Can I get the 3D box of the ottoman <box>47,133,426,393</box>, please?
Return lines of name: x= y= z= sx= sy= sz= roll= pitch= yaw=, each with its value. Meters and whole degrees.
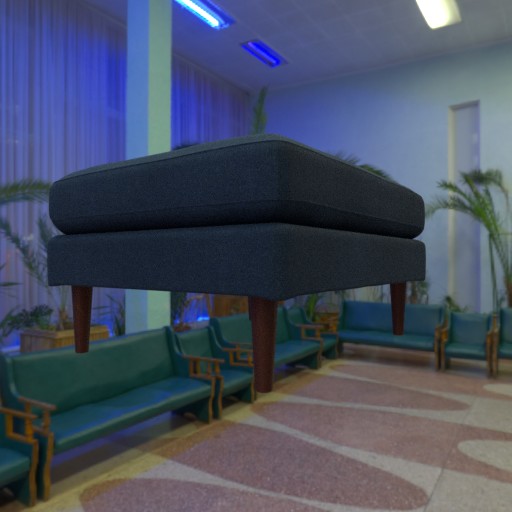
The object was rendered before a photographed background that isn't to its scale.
ottoman: x=0.000 y=0.000 z=1.210 sx=0.693 sy=0.474 sz=0.821 roll=0 pitch=-1 yaw=36
